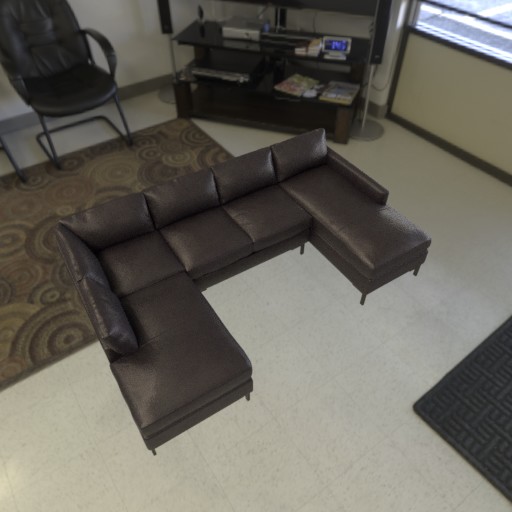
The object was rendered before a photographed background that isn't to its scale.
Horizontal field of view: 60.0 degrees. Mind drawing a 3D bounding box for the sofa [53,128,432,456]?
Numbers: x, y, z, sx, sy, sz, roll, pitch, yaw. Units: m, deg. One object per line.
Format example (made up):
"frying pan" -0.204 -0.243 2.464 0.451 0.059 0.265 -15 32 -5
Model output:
"sofa" 0.000 0.000 3.940 2.956 0.900 1.939 -24 50 -22
